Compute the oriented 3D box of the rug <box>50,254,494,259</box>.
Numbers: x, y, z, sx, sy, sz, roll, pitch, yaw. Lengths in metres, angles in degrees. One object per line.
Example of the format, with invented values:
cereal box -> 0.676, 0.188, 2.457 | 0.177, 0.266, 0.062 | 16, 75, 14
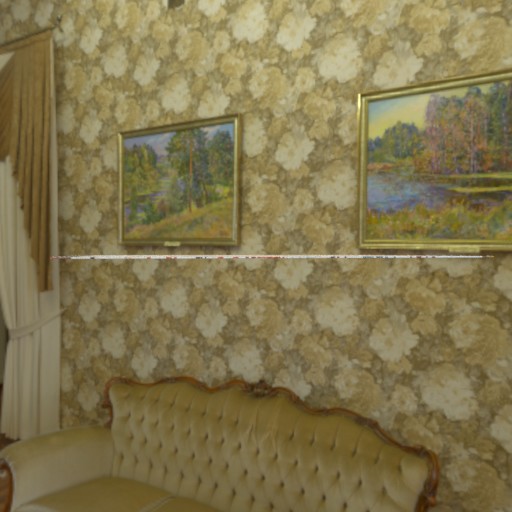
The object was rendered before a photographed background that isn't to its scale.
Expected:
rug -> 0.000, 0.000, 4.267 | 3.274, 0.015, 2.439 | 0, 0, -16
